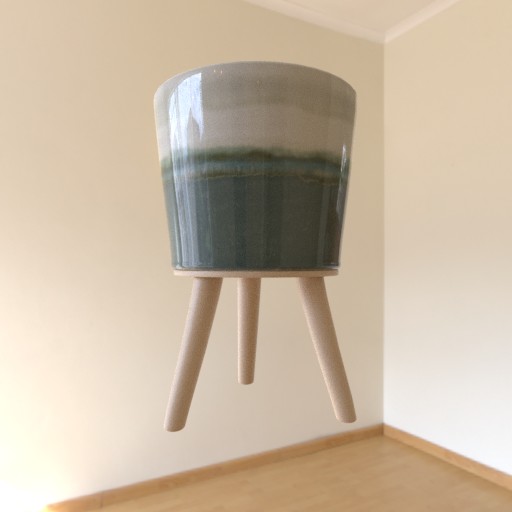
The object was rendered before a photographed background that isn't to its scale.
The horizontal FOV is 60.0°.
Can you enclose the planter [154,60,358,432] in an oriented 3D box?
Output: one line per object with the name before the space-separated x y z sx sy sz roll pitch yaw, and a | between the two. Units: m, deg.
planter | 0.000 0.000 0.480 0.217 0.331 0.217 0 -1 35
